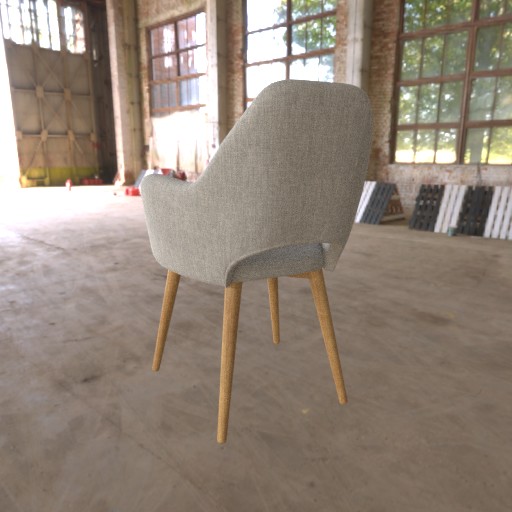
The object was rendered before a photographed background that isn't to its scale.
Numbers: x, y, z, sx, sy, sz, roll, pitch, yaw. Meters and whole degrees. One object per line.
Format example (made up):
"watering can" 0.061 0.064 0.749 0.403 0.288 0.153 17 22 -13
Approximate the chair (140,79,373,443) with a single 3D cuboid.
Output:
"chair" 0.000 0.000 1.229 0.590 0.840 0.610 -7 15 -27
